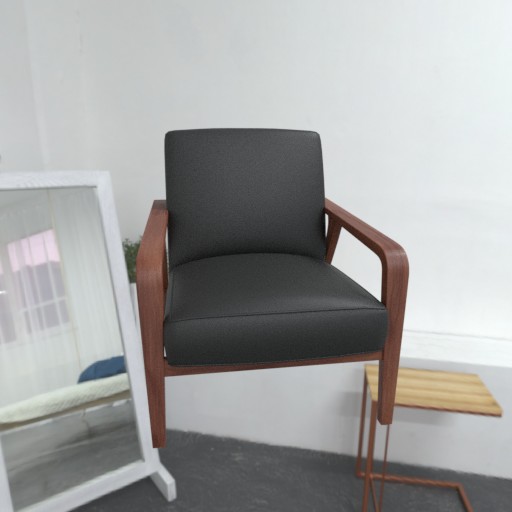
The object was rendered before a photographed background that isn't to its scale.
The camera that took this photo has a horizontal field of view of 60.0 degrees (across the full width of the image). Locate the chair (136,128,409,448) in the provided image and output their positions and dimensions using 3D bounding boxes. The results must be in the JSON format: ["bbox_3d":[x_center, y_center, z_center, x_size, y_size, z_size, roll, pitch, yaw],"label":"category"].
[{"bbox_3d":[0.000,0.000,1.521,0.719,0.861,0.889,-2,15,-9],"label":"chair"}]
